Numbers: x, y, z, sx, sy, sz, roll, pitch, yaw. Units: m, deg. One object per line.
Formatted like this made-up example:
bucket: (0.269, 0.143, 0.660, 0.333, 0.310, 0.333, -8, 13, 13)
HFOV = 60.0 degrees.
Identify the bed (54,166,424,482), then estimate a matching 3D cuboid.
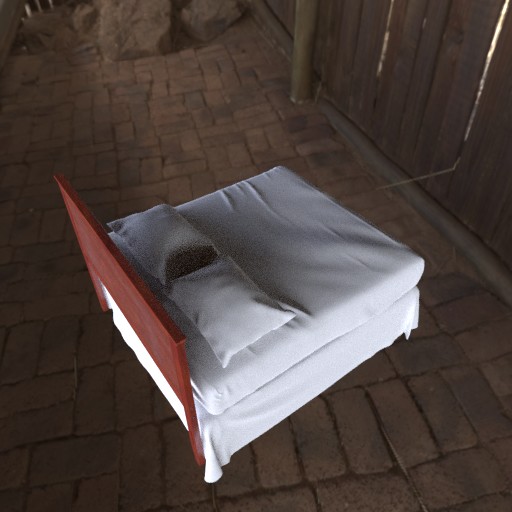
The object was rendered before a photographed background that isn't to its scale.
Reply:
bed: (0.000, 0.000, 3.230, 2.050, 1.270, 1.870, -26, 48, -26)
